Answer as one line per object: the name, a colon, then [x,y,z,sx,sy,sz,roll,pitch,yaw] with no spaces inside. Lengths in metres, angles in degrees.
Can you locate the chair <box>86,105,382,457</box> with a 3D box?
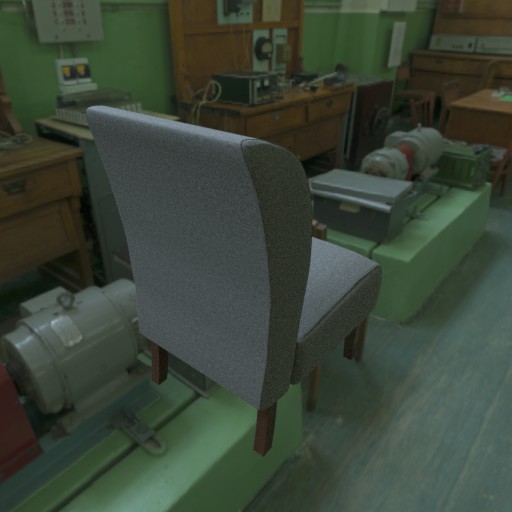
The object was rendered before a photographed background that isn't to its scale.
chair: [0.000,0.000,1.183,0.513,0.804,0.592,21,36,32]
